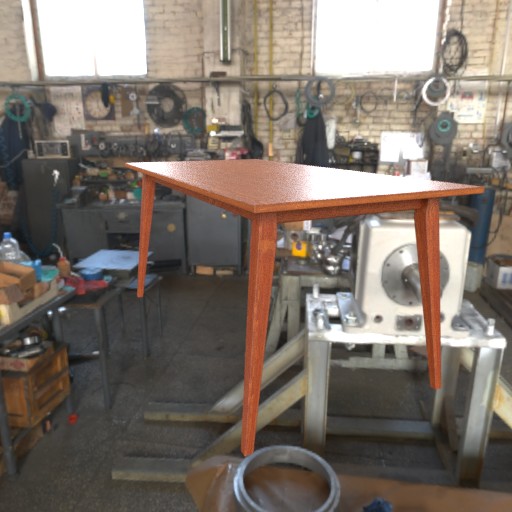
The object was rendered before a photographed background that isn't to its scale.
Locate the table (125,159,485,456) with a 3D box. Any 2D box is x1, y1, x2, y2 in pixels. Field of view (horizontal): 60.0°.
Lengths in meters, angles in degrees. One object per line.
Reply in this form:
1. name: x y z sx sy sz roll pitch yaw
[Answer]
1. table: 0.000 0.000 2.015 0.811 0.755 1.609 -8 17 -25
